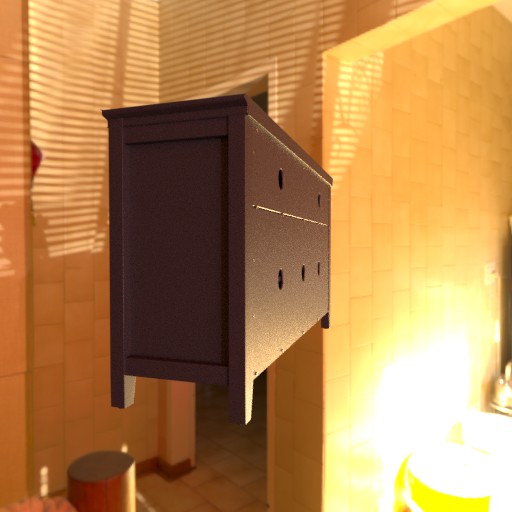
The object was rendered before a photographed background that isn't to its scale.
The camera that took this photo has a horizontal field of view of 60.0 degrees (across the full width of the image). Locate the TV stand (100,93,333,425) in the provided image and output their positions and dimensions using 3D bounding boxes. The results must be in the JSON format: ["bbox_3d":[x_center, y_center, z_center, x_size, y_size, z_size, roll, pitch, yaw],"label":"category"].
[{"bbox_3d":[0.000,0.000,1.511,0.347,0.681,1.198,0,1,18],"label":"TV stand"}]
